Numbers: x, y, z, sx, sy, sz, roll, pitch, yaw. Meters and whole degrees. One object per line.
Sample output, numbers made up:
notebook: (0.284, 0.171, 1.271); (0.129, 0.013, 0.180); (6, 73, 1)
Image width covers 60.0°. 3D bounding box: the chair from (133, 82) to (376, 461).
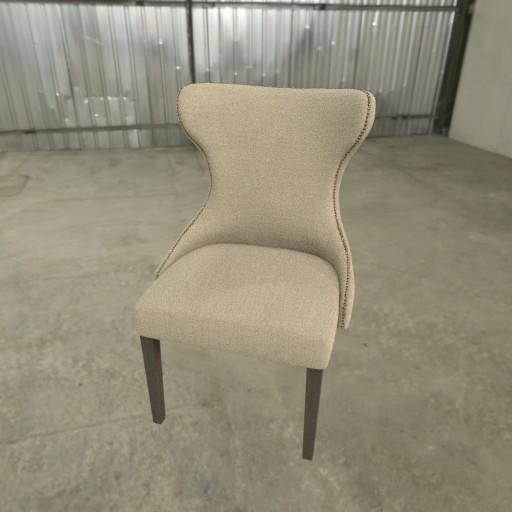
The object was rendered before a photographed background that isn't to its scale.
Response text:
chair: (0.000, 0.000, 1.393); (0.628, 0.967, 0.635); (7, 28, 14)
